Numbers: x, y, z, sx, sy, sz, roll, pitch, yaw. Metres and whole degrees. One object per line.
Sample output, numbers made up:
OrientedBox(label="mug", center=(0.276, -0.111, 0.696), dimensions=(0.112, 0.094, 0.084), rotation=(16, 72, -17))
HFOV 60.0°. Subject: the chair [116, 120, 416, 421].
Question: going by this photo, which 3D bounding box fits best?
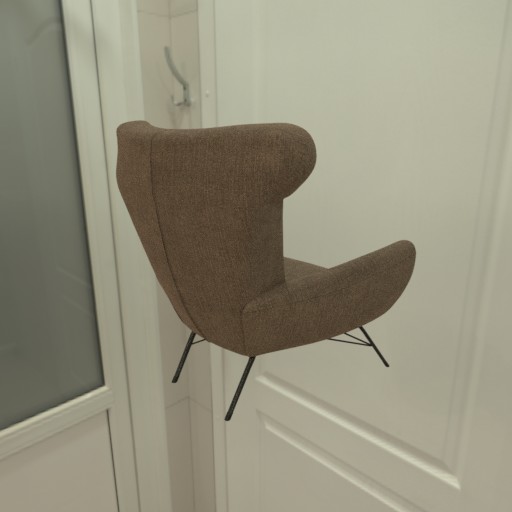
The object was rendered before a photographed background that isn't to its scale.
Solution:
OrientedBox(label="chair", center=(0.000, 0.000, 1.775), dimensions=(0.980, 1.040, 0.900), rotation=(16, 23, 42))
